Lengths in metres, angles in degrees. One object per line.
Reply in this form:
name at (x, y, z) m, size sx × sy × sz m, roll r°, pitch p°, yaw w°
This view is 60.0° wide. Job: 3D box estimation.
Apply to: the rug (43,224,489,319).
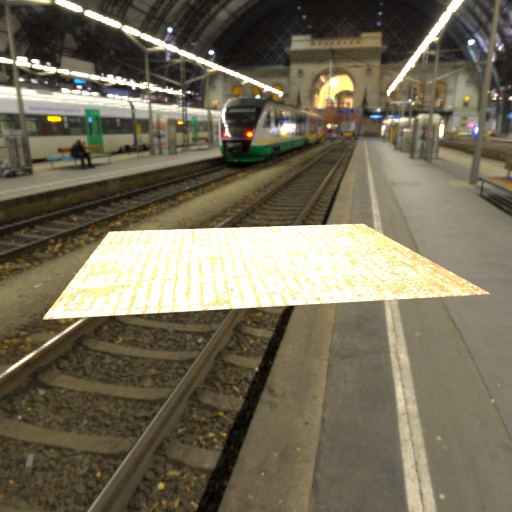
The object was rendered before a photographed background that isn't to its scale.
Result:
rug at (0.000, 0.000, 4.137) m, size 3.050 × 0.011 × 2.441 m, roll -2°, pitch 16°, yaw -8°
